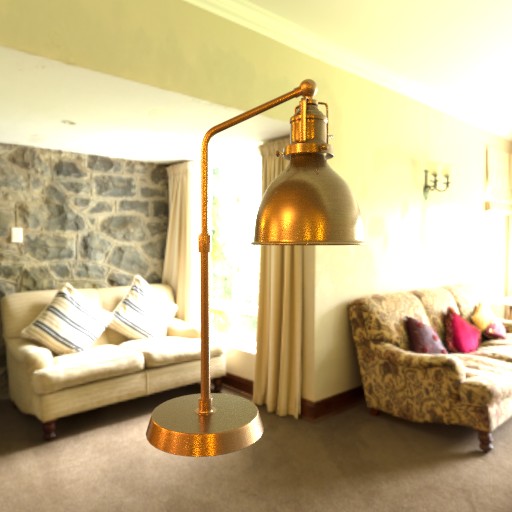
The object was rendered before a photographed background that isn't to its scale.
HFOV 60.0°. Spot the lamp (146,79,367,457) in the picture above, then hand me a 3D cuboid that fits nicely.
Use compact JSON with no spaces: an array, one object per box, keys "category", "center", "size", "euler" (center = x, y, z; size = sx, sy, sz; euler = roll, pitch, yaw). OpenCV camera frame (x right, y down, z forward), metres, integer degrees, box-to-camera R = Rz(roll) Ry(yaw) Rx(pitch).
[{"category":"lamp","center":[0.000,0.000,0.579],"size":[0.286,0.456,0.153],"euler":[0,2,-1]}]
